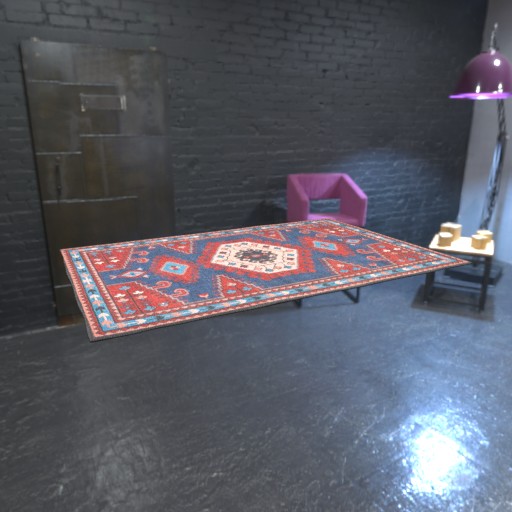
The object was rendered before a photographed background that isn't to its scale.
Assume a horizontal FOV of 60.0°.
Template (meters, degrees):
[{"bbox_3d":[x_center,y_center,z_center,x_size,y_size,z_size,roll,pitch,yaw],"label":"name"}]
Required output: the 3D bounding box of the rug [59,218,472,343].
[{"bbox_3d":[0.000,0.000,2.325,1.820,0.012,1.207,-8,19,-26],"label":"rug"}]
